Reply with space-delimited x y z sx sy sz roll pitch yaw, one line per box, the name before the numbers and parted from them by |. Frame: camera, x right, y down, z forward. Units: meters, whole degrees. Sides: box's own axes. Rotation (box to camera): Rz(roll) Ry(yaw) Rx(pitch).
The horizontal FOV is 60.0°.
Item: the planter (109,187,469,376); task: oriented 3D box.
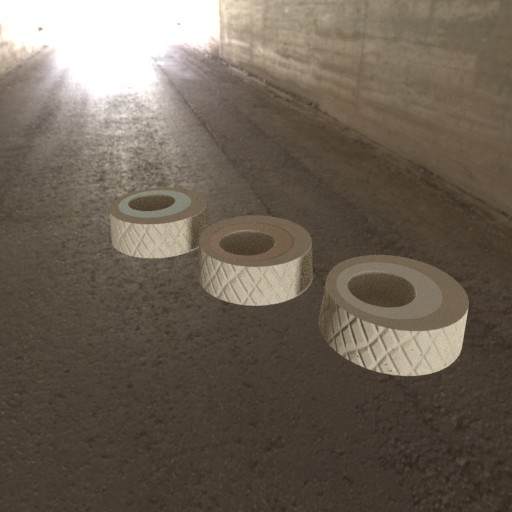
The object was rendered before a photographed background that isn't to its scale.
planter | 0.000 0.000 0.431 0.390 0.038 0.114 21 35 33
